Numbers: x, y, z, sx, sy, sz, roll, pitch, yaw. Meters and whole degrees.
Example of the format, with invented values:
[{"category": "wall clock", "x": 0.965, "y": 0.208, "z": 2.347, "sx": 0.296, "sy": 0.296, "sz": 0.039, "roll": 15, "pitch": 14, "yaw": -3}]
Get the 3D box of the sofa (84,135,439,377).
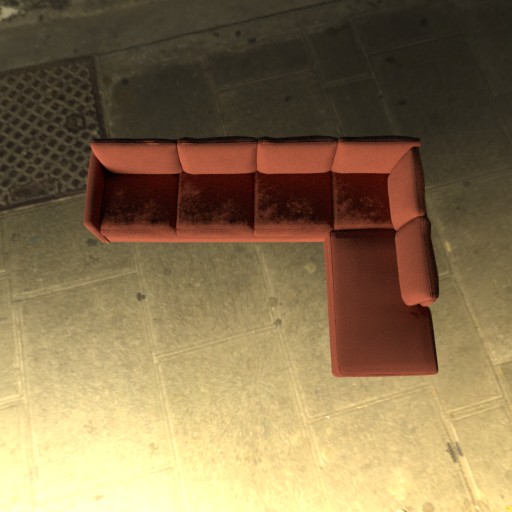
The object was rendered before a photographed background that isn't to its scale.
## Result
[{"category": "sofa", "x": 0.000, "y": 0.000, "z": 3.556, "sx": 2.736, "sy": 0.757, "sz": 1.879, "roll": 0, "pitch": 74, "yaw": 0}]
